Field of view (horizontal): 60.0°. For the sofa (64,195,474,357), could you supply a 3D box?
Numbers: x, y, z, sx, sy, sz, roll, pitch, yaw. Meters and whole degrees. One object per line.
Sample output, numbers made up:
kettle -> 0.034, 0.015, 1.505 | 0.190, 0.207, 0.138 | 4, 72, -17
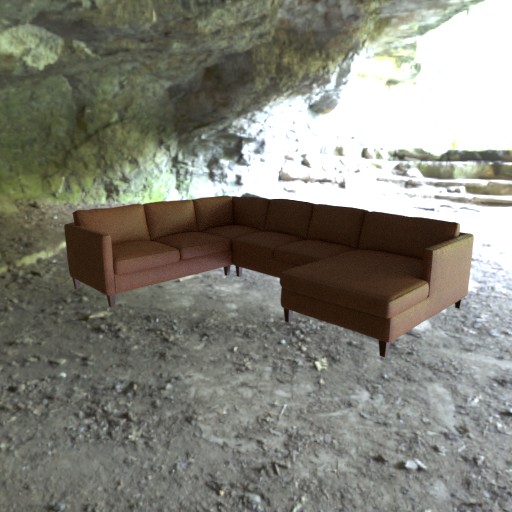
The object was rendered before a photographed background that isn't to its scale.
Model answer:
sofa -> 0.000, 0.000, 4.616 | 3.460, 0.923, 2.593 | 14, 20, 43
